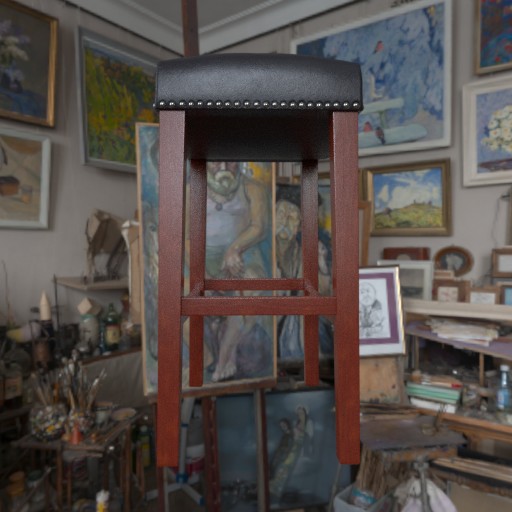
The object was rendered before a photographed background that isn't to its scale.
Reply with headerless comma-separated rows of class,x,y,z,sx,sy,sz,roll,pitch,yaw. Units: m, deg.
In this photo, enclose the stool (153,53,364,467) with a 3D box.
stool,0.000,0.000,1.023,0.372,0.742,0.504,0,1,-1
